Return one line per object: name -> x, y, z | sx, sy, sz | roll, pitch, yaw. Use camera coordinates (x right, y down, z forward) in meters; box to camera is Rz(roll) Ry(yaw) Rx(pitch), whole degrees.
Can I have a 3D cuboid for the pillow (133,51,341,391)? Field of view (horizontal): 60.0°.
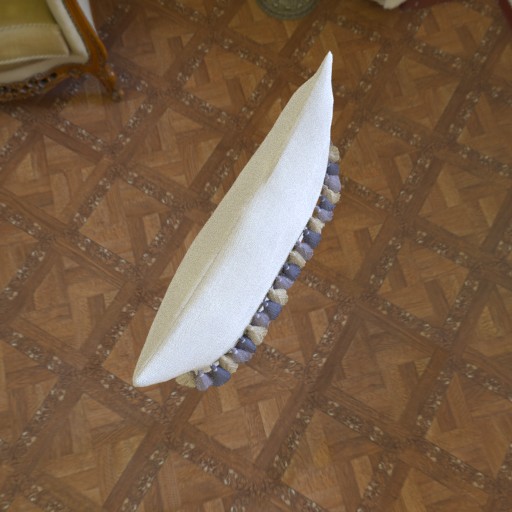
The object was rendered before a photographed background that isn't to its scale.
pillow -> 0.000, 0.000, 0.738 | 0.165, 0.481, 0.489 | 28, 77, 7
